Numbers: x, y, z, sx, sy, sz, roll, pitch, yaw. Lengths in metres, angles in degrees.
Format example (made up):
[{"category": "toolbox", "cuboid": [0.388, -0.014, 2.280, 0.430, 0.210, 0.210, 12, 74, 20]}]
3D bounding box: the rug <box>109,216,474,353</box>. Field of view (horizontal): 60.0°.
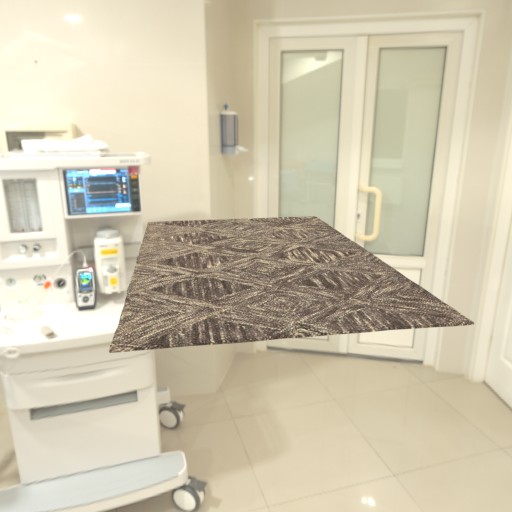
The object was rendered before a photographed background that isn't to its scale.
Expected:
[{"category": "rug", "cuboid": [0.000, 0.000, 2.252, 1.186, 0.012, 1.814, -3, 17, -9]}]
